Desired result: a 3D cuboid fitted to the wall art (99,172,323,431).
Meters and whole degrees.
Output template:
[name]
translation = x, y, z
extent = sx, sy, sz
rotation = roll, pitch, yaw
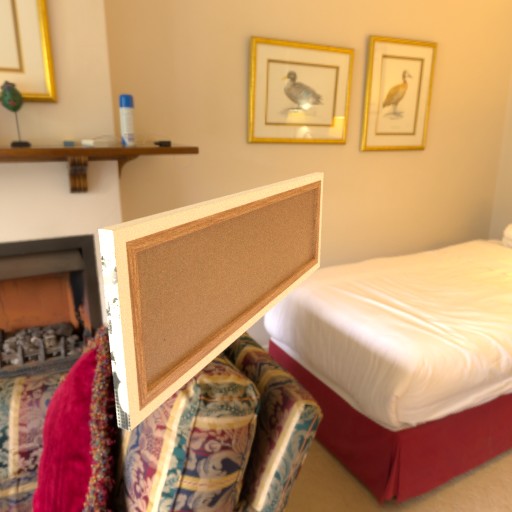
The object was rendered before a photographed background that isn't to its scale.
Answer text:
[wall art]
translation = 0.000, 0.000, 1.693
extent = 0.044, 0.507, 1.520
rotation = 7, 17, 25
